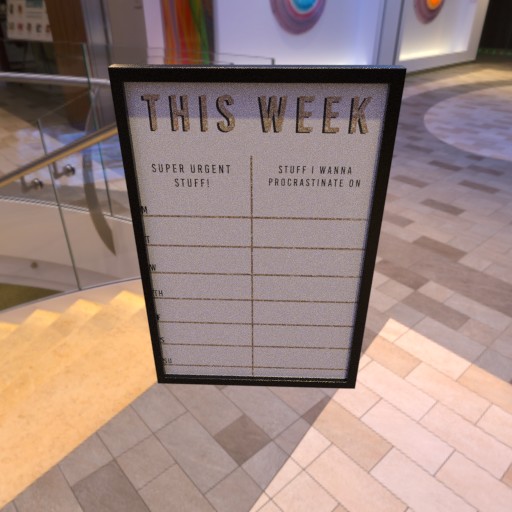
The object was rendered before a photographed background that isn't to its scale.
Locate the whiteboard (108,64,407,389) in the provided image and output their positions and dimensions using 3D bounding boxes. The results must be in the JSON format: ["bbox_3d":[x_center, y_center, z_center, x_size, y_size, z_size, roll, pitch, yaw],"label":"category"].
[{"bbox_3d":[0.000,0.000,0.767,0.406,0.611,0.026,1,31,2],"label":"whiteboard"}]
